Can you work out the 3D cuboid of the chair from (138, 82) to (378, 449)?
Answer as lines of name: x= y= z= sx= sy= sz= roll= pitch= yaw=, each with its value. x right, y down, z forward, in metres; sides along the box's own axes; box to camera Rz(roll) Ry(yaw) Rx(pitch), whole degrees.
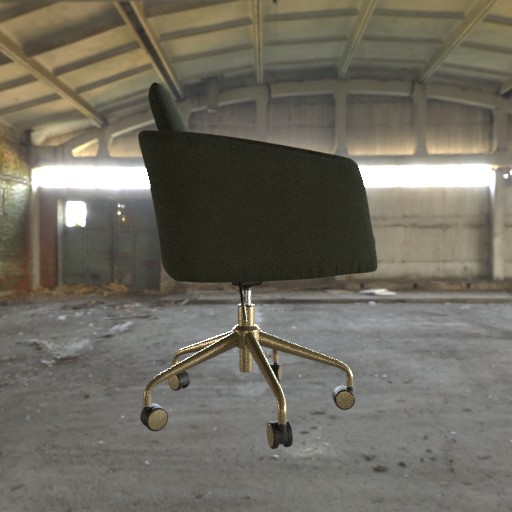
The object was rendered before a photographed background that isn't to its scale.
chair: x=0.000 y=0.000 z=1.332 sx=0.635 sy=0.908 sz=0.641 roll=0 pitch=0 yaw=1
